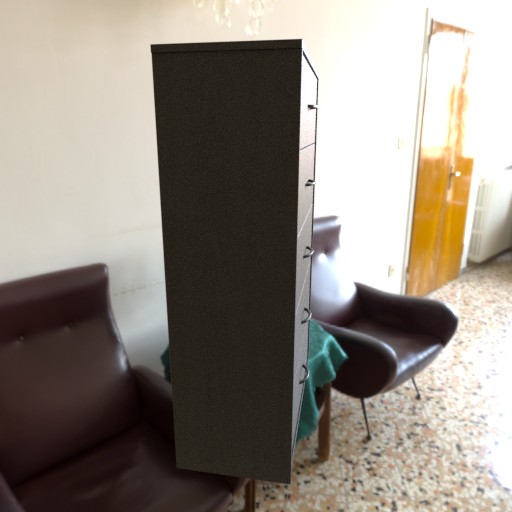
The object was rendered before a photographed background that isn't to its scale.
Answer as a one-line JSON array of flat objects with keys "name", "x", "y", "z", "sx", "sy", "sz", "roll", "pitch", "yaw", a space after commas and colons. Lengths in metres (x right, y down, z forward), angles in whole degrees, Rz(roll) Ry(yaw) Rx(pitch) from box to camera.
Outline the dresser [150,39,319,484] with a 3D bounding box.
[{"name": "dresser", "x": 0.000, "y": 0.000, "z": 1.553, "sx": 0.399, "sy": 1.255, "sz": 0.704, "roll": 3, "pitch": 16, "yaw": 10}]
